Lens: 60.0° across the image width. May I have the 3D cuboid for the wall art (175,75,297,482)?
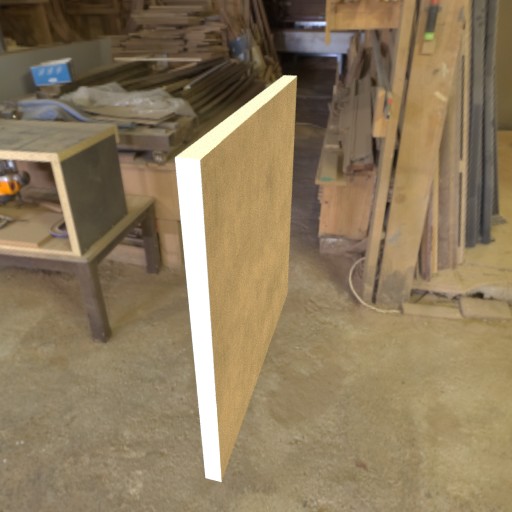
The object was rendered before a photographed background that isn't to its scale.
[{"bbox_3d":[0.000,0.000,0.681,0.023,0.453,0.455,8,32,13],"label":"wall art"}]
